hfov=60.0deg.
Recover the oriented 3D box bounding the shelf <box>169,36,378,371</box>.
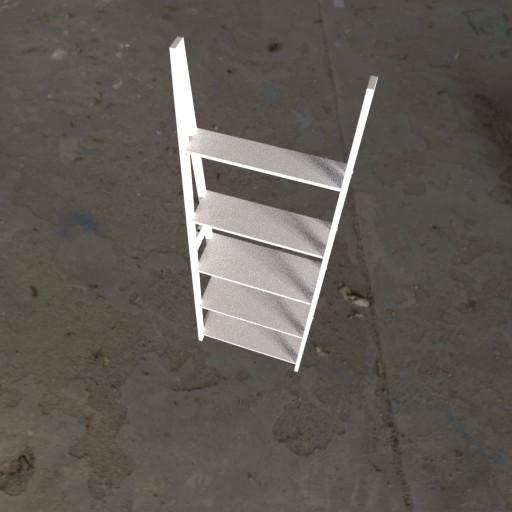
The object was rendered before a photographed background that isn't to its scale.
[{"bbox_3d":[0.000,0.000,2.008,0.636,1.779,0.341,16,60,9],"label":"shelf"}]
